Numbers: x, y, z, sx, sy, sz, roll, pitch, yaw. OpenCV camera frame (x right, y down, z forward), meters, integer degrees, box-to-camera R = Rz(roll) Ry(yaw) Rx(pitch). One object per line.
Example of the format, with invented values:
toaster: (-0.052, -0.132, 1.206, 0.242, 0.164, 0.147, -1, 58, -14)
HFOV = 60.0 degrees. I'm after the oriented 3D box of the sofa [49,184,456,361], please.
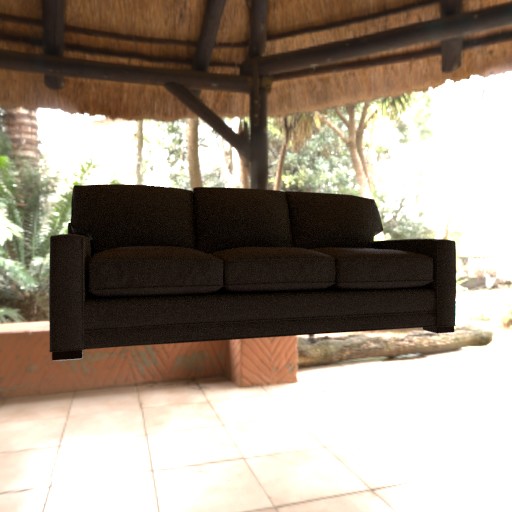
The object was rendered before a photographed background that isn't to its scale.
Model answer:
sofa: (0.000, 0.000, 2.903, 2.369, 0.978, 1.004, 0, 0, -18)
